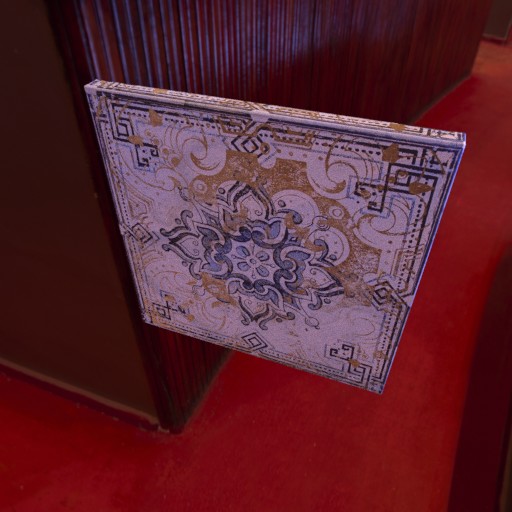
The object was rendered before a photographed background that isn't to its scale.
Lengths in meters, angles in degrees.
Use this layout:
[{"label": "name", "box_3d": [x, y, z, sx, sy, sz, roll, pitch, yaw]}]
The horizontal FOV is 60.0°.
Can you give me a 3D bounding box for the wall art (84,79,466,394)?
[{"label": "wall art", "box_3d": [0.000, 0.000, 0.881, 0.609, 0.607, 0.036, 14, 43, 15]}]
